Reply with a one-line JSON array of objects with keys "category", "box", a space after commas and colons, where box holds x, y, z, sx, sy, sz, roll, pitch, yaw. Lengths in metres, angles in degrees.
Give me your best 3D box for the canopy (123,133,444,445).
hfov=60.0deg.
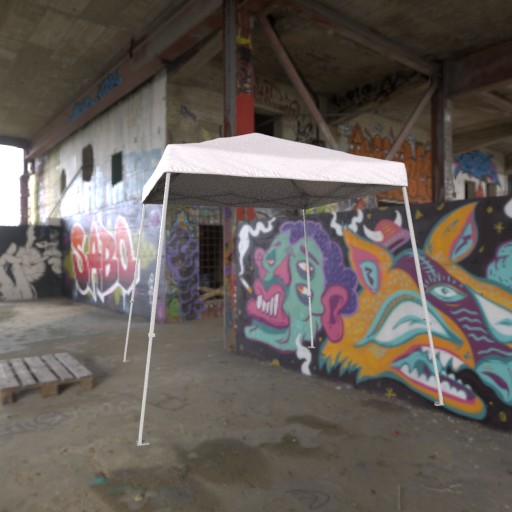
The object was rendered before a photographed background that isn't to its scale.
[{"category": "canopy", "box": [0.000, 0.000, 5.141, 2.849, 2.850, 2.850, 0, 0, -19]}]
